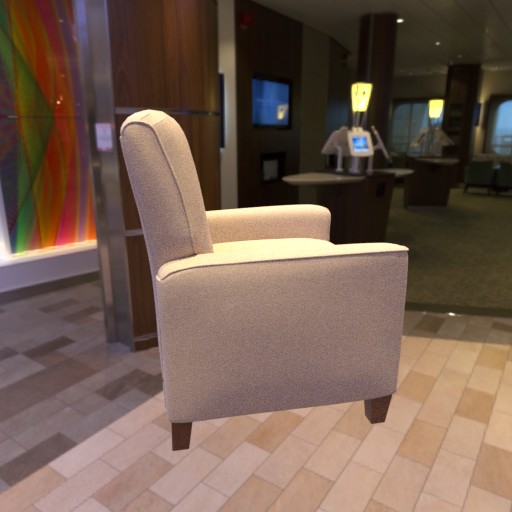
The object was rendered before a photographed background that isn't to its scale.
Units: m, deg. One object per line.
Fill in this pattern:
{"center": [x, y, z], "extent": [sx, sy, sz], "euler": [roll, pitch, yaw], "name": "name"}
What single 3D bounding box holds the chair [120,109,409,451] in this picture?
{"center": [0.000, 0.000, 1.658], "extent": [0.858, 1.023, 0.841], "euler": [-3, 16, -11], "name": "chair"}
